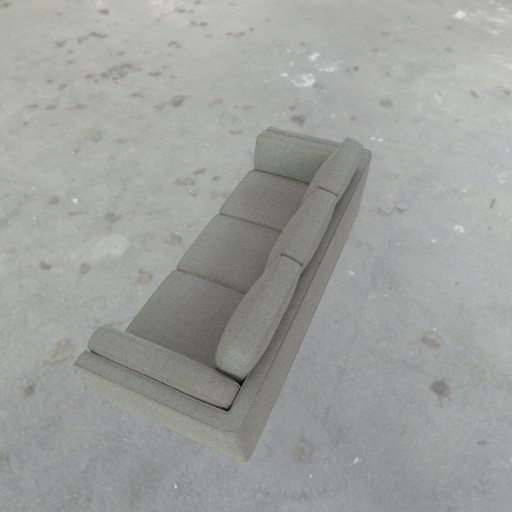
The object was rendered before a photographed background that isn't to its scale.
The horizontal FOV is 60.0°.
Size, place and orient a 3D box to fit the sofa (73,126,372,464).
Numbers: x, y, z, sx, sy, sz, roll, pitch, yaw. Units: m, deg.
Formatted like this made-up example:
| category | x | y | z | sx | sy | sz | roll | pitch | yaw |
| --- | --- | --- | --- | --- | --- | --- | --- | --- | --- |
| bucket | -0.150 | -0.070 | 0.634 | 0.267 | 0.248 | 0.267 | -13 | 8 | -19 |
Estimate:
| category | x | y | z | sx | sy | sz | roll | pitch | yaw |
| --- | --- | --- | --- | --- | --- | --- | --- | --- | --- |
| sofa | 0.000 | 0.000 | 2.859 | 0.903 | 0.899 | 2.362 | 18 | 49 | 16 |
